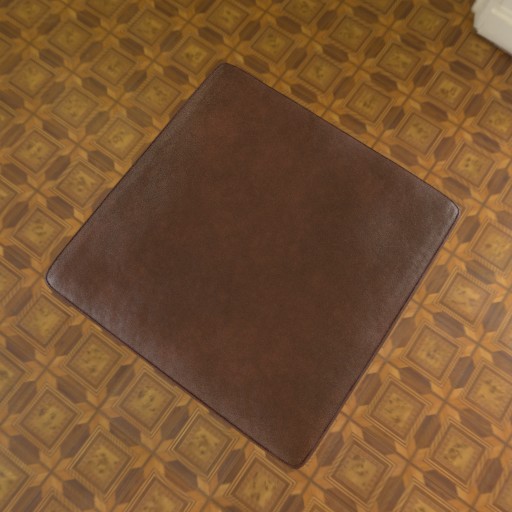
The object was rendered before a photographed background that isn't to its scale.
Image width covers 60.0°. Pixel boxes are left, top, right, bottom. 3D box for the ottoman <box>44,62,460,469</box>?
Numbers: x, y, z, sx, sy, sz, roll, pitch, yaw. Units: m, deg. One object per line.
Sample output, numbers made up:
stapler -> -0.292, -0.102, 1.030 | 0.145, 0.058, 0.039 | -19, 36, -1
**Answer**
ottoman -> 0.000, 0.000, 1.322 | 0.844, 0.415, 0.836 | 34, 79, 8
